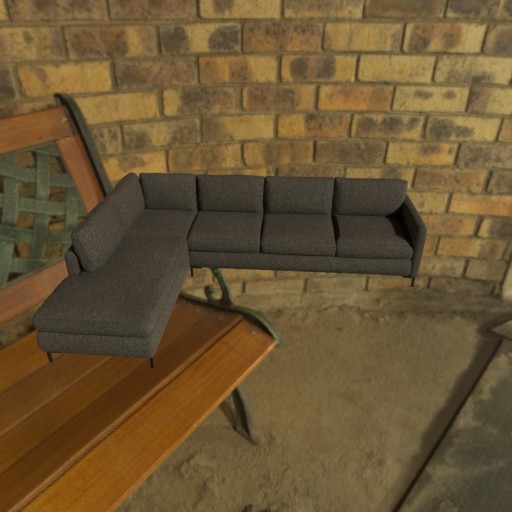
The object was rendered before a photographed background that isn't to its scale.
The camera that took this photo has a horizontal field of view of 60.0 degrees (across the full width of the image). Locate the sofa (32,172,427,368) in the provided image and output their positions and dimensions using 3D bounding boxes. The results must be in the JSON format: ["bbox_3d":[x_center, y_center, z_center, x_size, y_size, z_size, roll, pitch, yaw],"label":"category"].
[{"bbox_3d":[0.000,0.000,3.765,2.949,0.815,2.007,2,30,4],"label":"sofa"}]
